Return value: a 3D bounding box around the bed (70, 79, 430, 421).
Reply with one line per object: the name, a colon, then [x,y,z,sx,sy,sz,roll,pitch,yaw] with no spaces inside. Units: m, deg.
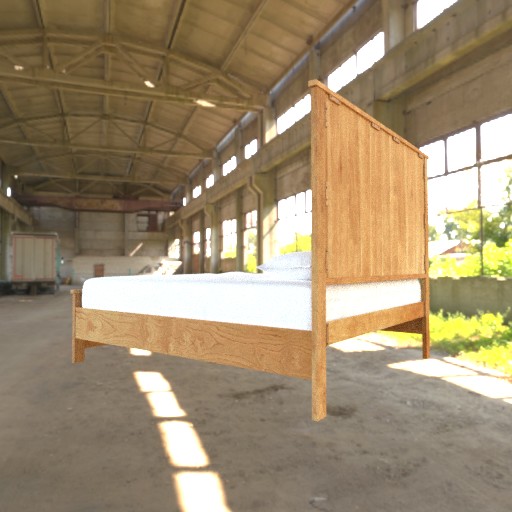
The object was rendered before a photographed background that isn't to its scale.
bed: [0.000,0.000,4.146,2.530,1.938,2.225,-1,-2,37]
